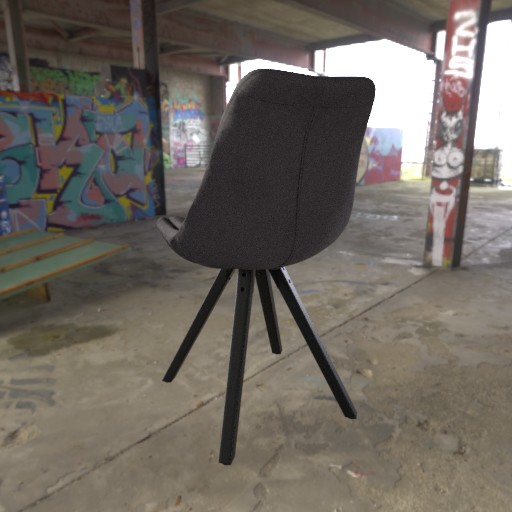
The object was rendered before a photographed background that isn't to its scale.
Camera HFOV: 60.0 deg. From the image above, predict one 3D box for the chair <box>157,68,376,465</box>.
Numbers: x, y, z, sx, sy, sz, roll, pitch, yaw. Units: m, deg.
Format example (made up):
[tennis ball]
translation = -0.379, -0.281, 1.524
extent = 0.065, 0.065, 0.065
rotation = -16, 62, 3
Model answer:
[chair]
translation = 0.000, 0.000, 1.179
extent = 0.476, 0.850, 0.550
rotation = -8, 17, -27
